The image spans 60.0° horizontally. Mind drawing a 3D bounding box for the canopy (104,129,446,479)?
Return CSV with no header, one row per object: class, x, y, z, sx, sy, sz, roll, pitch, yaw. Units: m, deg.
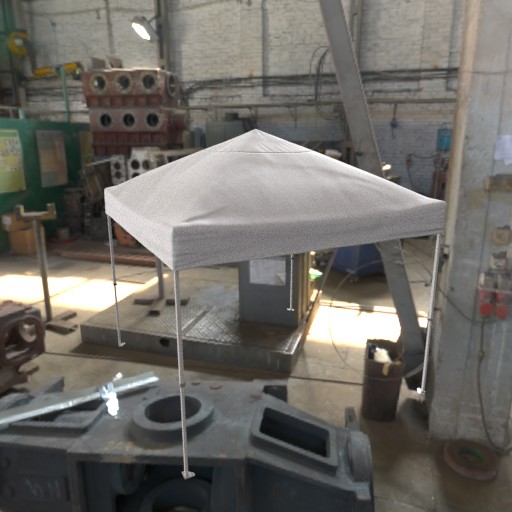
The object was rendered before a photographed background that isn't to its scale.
canopy,0.000,0.000,5.445,2.998,2.997,2.996,-8,17,-27
